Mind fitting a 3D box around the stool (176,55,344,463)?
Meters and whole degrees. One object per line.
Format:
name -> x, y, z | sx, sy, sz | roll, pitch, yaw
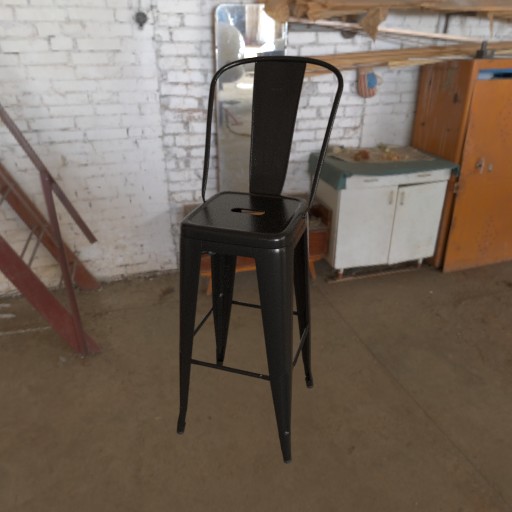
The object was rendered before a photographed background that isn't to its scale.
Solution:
stool -> 0.000, 0.000, 1.348 | 0.399, 1.096, 0.513 | 8, 27, 16
